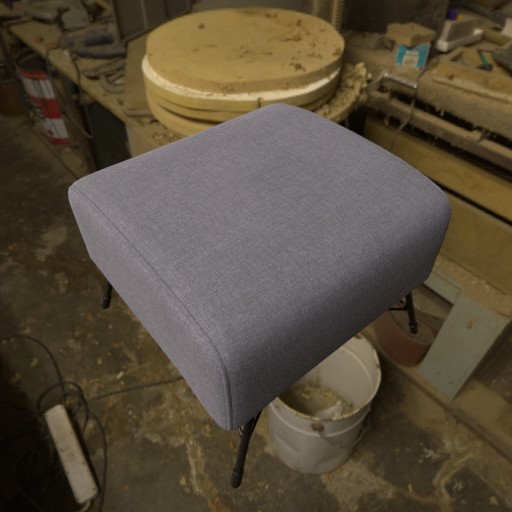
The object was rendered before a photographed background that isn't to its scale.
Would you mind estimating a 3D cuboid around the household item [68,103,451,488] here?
[{"bbox_3d":[0.000,0.000,0.890,0.530,0.410,0.530,-30,52,-27],"label":"household item"}]
